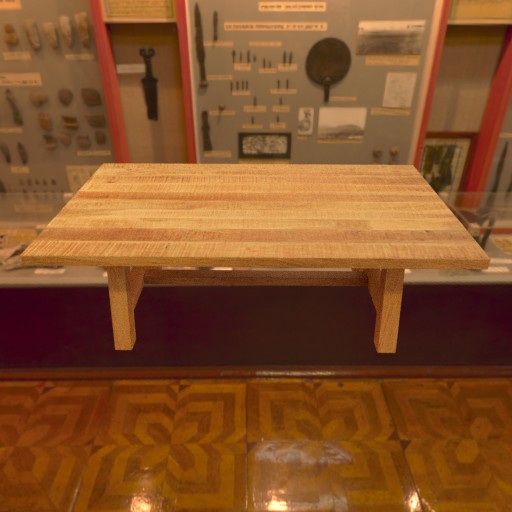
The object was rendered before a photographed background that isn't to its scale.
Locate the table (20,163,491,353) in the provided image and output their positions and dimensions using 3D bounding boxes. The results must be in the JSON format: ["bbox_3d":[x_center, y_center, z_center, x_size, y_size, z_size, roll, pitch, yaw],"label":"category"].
[{"bbox_3d":[0.000,0.000,1.684,1.320,0.455,0.760,0,31,1],"label":"table"}]
